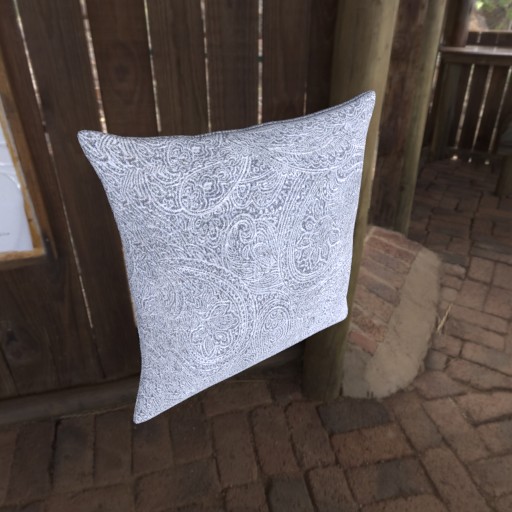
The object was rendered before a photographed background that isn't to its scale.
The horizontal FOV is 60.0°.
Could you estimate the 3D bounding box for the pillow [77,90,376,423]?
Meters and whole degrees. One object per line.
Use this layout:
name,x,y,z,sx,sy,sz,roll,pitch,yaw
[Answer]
pillow,0.000,0.000,0.781,0.523,0.510,0.166,-19,35,-30
